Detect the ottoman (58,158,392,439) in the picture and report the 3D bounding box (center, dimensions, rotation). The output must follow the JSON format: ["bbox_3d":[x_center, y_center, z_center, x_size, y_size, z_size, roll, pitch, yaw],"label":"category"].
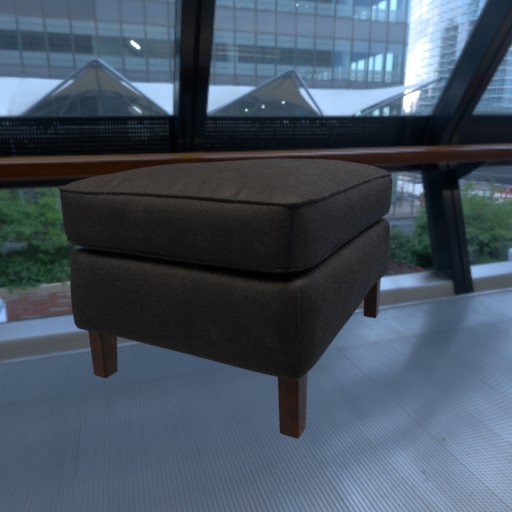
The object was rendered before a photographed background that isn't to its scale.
[{"bbox_3d":[0.000,0.000,0.991,0.501,0.413,0.665,7,16,26],"label":"ottoman"}]
